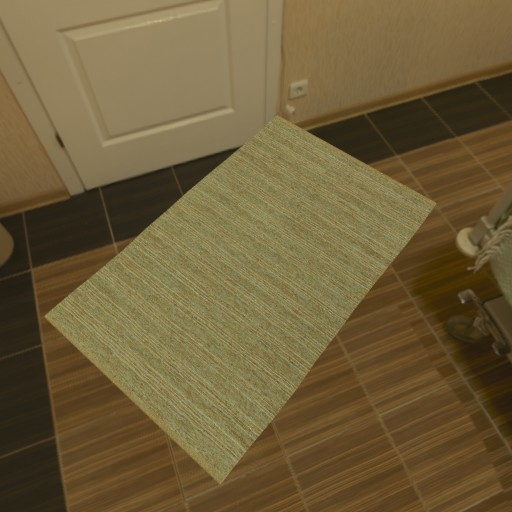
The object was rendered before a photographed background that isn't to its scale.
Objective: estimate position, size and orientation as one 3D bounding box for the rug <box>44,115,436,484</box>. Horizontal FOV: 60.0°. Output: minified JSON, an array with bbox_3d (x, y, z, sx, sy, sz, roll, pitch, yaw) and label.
[{"bbox_3d":[0.000,0.000,3.100,1.540,0.012,2.448,35,65,19],"label":"rug"}]
